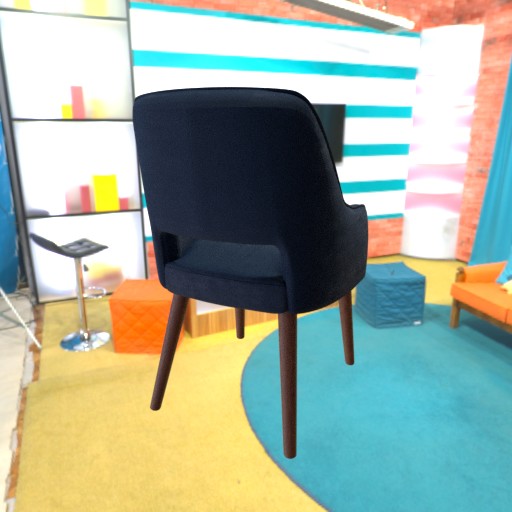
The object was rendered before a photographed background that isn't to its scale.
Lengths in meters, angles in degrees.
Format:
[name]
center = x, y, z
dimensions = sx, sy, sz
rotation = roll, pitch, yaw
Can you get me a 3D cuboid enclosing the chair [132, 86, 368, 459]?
[chair]
center = 0.000, 0.000, 1.243
dimensions = 0.559, 0.844, 0.591
rotation = 8, 18, 26
